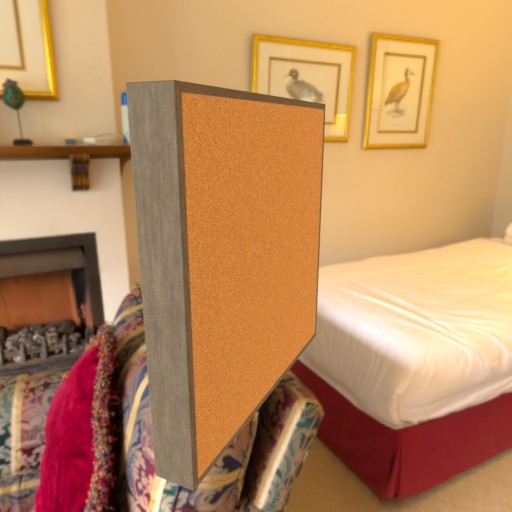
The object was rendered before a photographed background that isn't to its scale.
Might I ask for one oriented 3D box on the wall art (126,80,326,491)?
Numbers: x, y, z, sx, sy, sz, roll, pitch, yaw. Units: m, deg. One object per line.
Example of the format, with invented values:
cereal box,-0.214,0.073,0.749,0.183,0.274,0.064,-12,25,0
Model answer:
wall art,0.000,0.000,0.445,0.038,0.302,0.303,8,18,25
